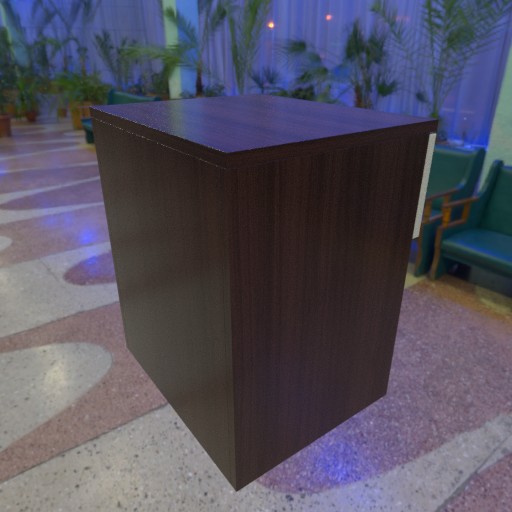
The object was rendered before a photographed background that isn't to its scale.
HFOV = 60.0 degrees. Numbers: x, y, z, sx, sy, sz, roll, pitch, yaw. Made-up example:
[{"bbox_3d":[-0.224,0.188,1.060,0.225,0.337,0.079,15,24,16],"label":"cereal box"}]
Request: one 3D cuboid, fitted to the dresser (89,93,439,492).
[{"bbox_3d":[0.000,0.000,0.752,0.360,0.470,0.400,-18,31,-32],"label":"dresser"}]
